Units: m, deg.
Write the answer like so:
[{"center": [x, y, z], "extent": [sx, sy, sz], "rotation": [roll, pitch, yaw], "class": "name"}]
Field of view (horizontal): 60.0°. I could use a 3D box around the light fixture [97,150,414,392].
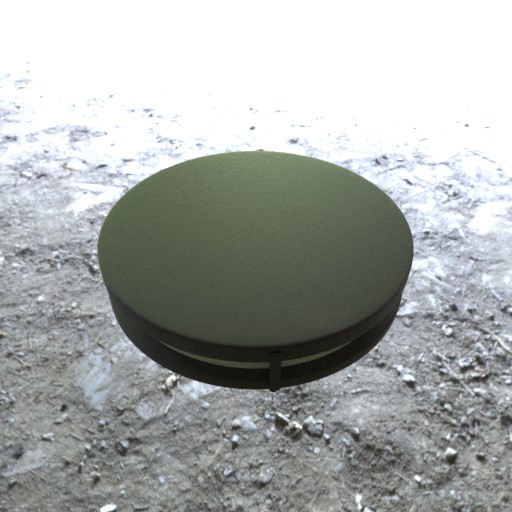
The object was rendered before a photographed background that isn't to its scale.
[{"center": [0.000, 0.000, 0.546], "extent": [0.356, 0.102, 0.356], "rotation": [0, 41, 0], "class": "light fixture"}]
